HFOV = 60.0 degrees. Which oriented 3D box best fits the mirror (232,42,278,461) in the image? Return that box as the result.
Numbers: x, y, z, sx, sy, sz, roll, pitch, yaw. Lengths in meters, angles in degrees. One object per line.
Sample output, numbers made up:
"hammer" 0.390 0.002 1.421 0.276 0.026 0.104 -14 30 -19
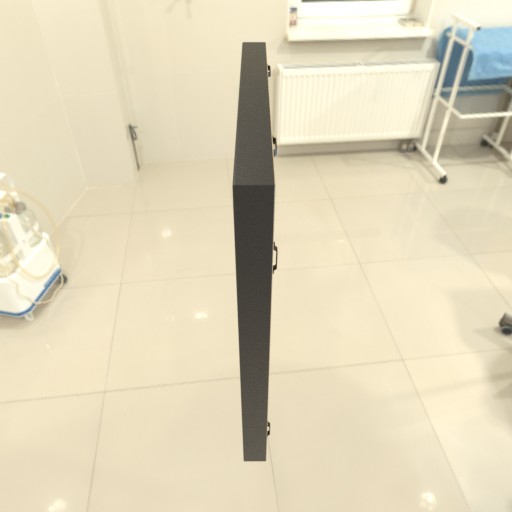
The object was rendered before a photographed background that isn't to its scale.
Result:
"mirror" 0.000 0.000 0.686 0.041 0.508 0.405 0 41 0
